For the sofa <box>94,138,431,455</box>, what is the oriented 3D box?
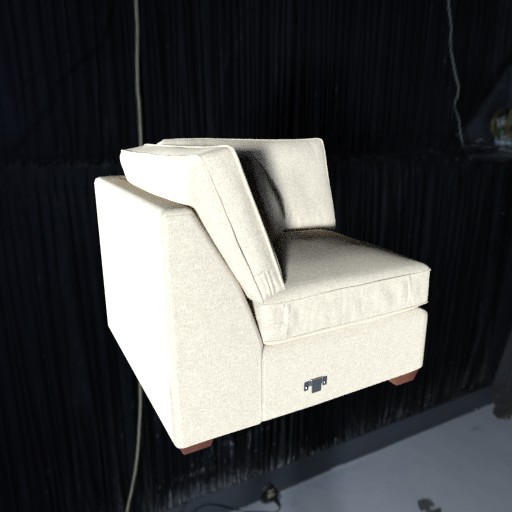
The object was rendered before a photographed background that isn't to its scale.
[{"bbox_3d":[0.000,0.000,1.963,1.146,1.002,1.084,-8,18,-27],"label":"sofa"}]
